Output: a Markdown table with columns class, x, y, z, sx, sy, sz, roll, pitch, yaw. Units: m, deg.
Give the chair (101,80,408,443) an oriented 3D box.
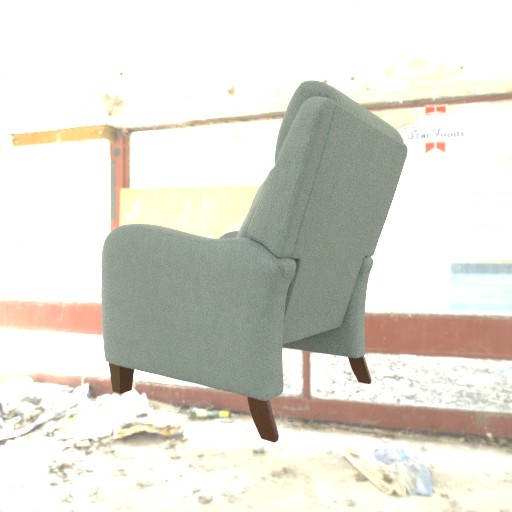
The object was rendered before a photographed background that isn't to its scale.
| class | x | y | z | sx | sy | sz | roll | pitch | yaw |
| --- | --- | --- | --- | --- | --- | --- | --- | --- | --- |
| chair | 0.000 | 0.000 | 1.757 | 0.988 | 1.067 | 0.785 | 0 | 1 | 36 |
